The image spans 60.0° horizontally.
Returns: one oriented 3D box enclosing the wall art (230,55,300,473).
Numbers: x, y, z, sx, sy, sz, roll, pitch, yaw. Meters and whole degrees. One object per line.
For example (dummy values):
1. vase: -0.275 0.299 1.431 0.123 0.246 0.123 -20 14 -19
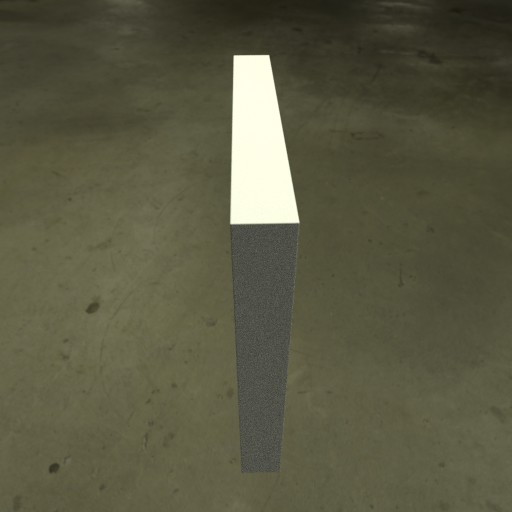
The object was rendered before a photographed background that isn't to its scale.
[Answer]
1. wall art: 0.000 0.000 0.456 0.038 0.305 0.305 -1 40 -1
